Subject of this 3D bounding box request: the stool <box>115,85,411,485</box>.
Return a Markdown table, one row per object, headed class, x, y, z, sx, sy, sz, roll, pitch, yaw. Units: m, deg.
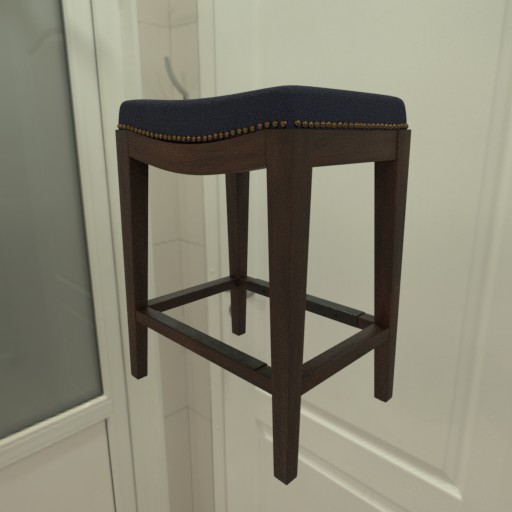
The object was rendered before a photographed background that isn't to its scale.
| class | x | y | z | sx | sy | sz | roll | pitch | yaw |
| --- | --- | --- | --- | --- | --- | --- | --- | --- | --- |
| stool | 0.000 | 0.000 | 0.950 | 0.500 | 0.642 | 0.361 | 15 | 21 | 43 |
